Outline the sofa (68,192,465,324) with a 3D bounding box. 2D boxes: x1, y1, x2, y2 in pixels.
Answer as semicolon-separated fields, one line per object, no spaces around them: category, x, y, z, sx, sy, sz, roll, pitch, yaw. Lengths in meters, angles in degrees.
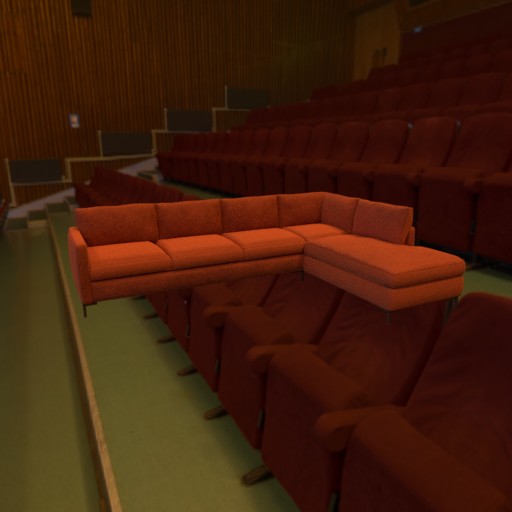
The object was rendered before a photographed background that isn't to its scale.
sofa;0.000;0.000;3.632;2.736;0.757;1.879;-7;17;-26
